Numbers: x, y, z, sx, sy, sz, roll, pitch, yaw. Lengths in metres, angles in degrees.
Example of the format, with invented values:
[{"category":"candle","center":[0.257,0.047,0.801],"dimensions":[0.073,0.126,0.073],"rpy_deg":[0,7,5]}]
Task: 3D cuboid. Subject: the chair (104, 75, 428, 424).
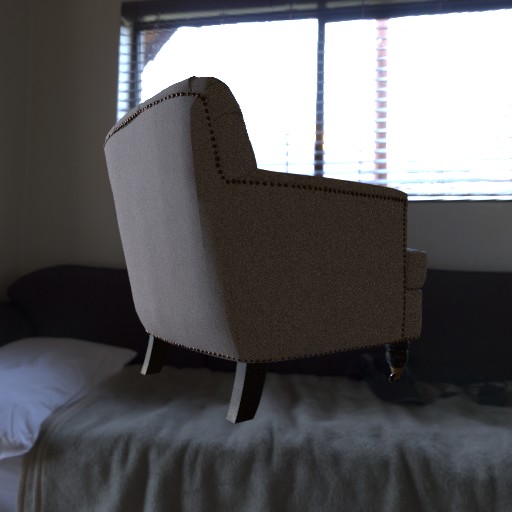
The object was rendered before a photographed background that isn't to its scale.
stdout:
[{"category":"chair","center":[0.000,0.000,1.485],"dimensions":[0.902,0.823,0.737],"rpy_deg":[1,-1,-35]}]
